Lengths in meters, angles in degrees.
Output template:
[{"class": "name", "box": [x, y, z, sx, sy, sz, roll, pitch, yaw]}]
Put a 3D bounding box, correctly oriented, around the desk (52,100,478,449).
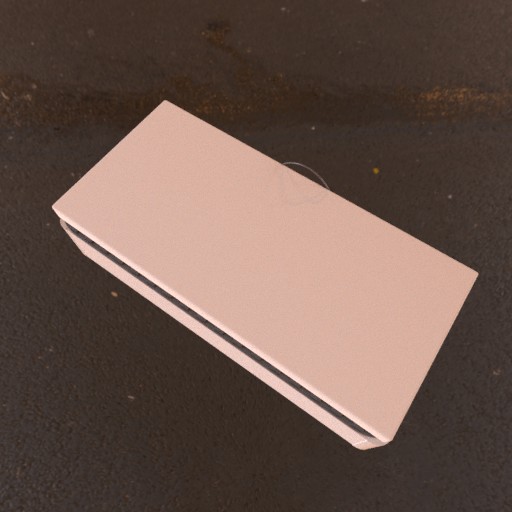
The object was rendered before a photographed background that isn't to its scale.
[{"class": "desk", "box": [0.000, 0.000, 2.240, 1.900, 0.526, 0.900, 32, 68, 15]}]
